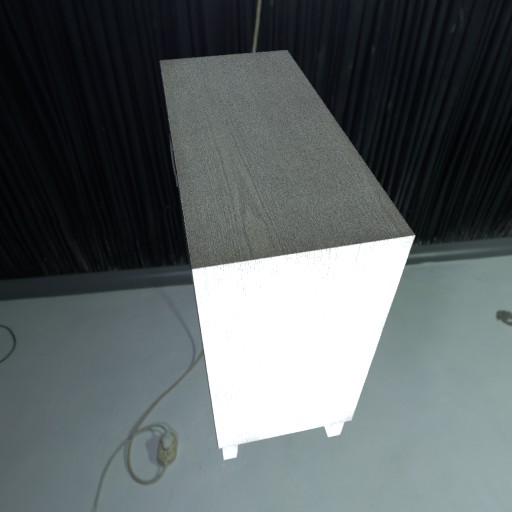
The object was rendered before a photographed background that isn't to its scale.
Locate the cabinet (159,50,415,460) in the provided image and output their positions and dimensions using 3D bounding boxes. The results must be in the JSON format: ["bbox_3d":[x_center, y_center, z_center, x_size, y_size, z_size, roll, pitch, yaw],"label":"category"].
[{"bbox_3d":[0.000,0.000,1.219,0.370,0.787,0.781,-9,46,-8],"label":"cabinet"}]
